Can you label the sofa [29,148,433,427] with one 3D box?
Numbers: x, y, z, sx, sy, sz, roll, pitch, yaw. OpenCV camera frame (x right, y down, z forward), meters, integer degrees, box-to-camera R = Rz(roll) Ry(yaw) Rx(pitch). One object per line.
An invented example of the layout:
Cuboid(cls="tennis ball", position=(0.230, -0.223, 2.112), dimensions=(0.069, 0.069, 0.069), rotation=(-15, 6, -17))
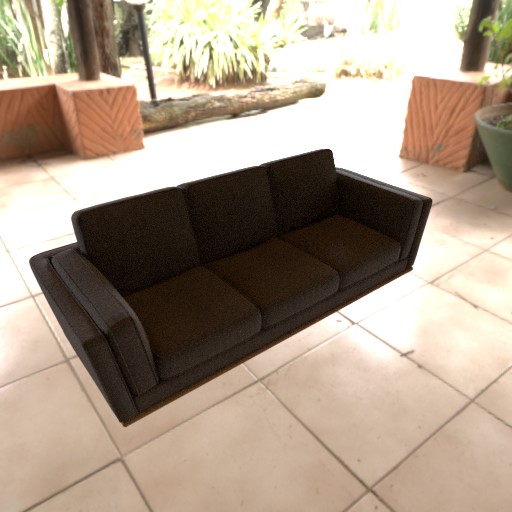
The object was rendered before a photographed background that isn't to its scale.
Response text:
Cuboid(cls="sofa", position=(0.000, 0.000, 2.738), dimensions=(2.362, 0.899, 0.903), rotation=(-22, 37, -32))
